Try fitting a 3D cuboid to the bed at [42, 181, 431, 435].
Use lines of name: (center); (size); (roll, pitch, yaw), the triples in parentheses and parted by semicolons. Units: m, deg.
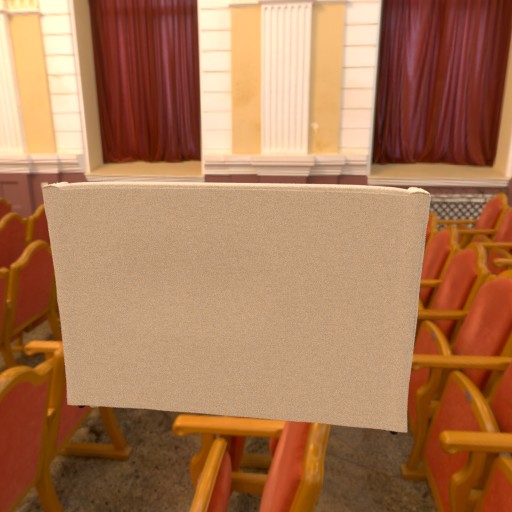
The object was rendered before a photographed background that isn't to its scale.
bed: (0.000, 0.000, 3.366); (1.925, 1.332, 2.276); (2, 16, 7)
